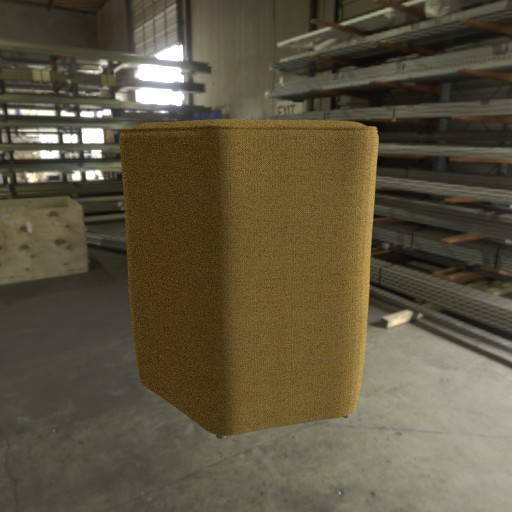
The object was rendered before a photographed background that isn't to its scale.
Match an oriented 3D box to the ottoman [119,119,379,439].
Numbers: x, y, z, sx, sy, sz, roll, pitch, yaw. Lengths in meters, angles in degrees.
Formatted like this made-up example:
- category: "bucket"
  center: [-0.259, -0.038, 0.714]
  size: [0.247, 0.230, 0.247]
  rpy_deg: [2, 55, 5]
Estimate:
- category: "ottoman"
  center: [0.000, 0.000, 0.879]
  size: [0.443, 0.502, 0.494]
  rpy_deg: [-14, 20, -43]
